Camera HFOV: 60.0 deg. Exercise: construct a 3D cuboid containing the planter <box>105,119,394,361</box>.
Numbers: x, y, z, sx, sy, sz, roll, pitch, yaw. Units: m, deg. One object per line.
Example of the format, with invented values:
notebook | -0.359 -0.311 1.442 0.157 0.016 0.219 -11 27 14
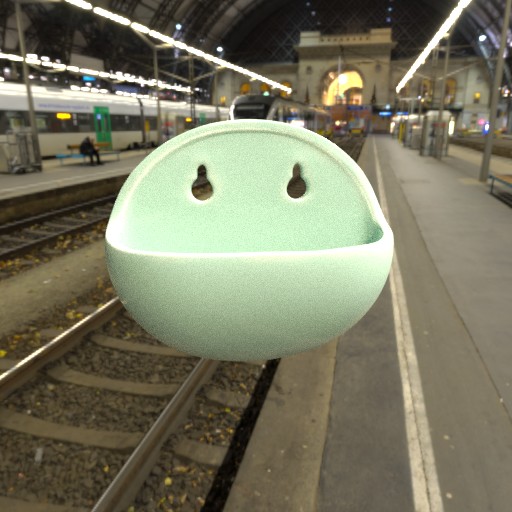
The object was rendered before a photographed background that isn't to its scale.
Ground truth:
planter | 0.000 0.000 0.276 0.189 0.164 0.073 -2 17 -7
